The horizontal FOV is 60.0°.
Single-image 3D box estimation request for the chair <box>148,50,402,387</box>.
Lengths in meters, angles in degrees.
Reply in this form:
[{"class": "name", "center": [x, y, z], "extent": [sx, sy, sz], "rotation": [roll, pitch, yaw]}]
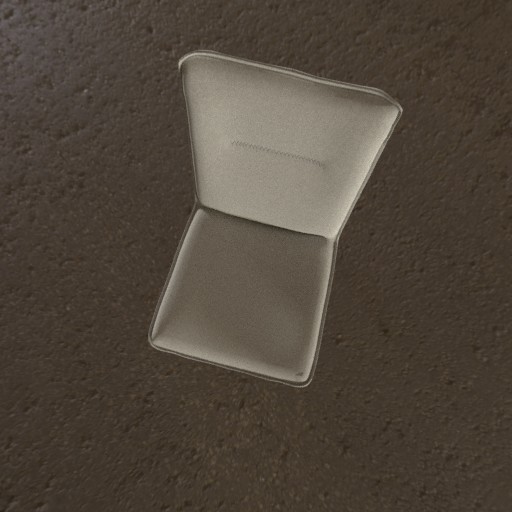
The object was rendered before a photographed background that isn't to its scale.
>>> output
[{"class": "chair", "center": [0.000, 0.000, 1.350], "extent": [0.515, 0.930, 0.688], "rotation": [14, 76, 4]}]
